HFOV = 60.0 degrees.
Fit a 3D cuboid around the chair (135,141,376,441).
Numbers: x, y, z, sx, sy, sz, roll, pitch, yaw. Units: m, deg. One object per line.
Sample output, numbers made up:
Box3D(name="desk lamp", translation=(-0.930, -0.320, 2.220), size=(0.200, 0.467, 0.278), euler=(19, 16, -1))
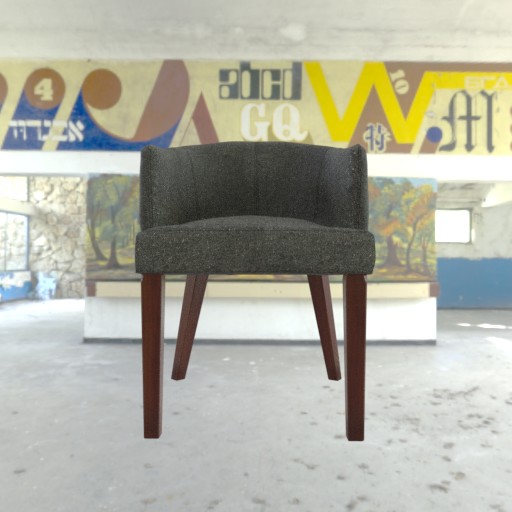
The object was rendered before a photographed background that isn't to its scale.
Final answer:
Box3D(name="chair", translation=(0.000, 0.000, 1.270), size=(0.583, 0.811, 0.655), euler=(0, 0, 1))
